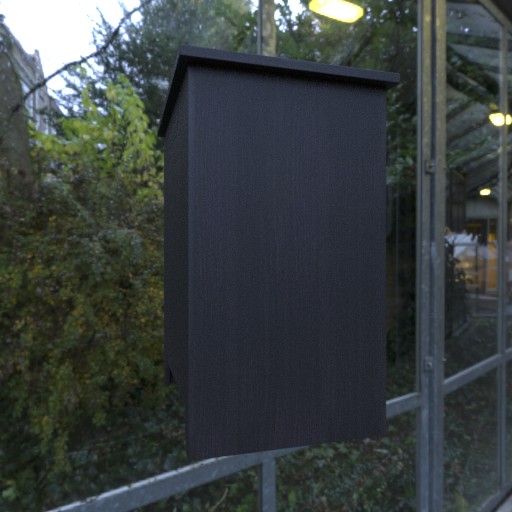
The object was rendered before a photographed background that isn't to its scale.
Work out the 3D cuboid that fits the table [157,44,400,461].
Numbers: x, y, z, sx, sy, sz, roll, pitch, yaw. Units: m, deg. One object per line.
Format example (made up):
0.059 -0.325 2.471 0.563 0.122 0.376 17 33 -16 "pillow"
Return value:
0.000 0.000 0.947 0.381 0.635 0.480 0 0 -17 "table"
